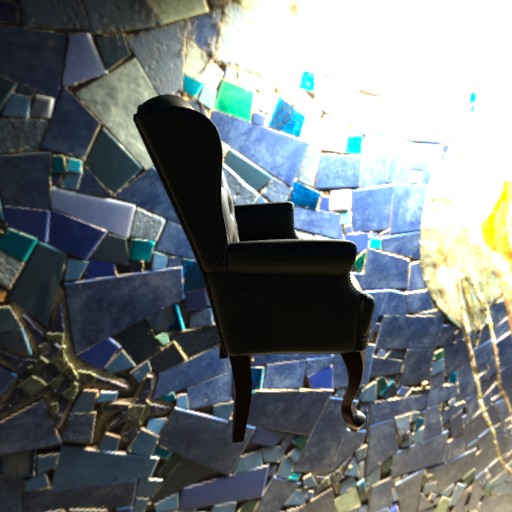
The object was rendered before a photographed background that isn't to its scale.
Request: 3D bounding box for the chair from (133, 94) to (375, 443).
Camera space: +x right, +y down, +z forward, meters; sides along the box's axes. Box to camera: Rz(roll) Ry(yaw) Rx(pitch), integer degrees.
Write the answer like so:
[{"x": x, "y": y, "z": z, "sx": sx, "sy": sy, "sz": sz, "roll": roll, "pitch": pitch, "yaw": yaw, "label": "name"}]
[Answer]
[{"x": 0.000, "y": 0.000, "z": 1.633, "sx": 0.762, "sy": 1.111, "sz": 0.838, "roll": -2, "pitch": 16, "yaw": -8, "label": "chair"}]
